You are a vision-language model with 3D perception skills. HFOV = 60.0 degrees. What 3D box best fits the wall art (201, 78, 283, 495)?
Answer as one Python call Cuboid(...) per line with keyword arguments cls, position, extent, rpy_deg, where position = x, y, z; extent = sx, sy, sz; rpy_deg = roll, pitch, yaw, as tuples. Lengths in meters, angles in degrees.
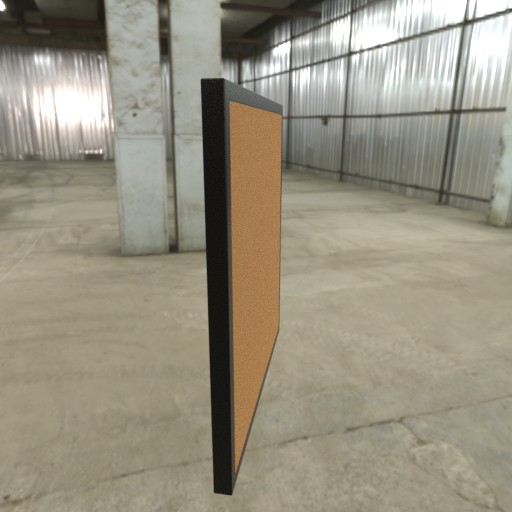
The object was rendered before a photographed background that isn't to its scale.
Cuboid(cls="wall art", position=(0.000, 0.000, 1.121), extent=(0.038, 0.761, 0.755), rpy_deg=(3, 16, 10))
